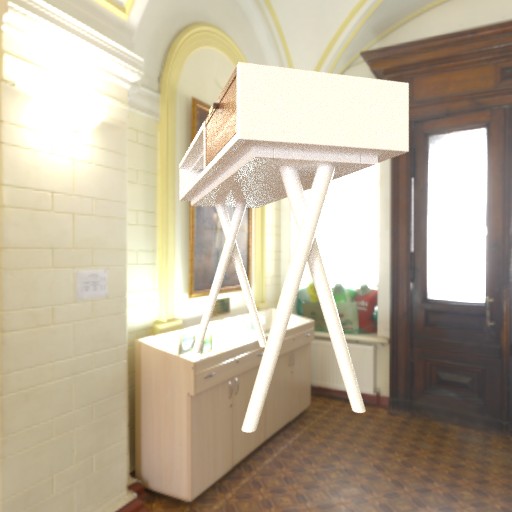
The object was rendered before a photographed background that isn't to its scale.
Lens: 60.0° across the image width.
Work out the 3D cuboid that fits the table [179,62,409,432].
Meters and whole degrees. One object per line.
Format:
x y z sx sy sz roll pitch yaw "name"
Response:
0.000 0.000 1.460 0.418 0.785 1.066 0 0 -16 "table"
